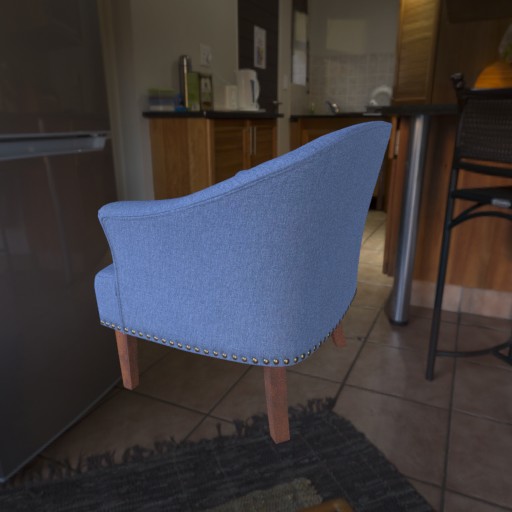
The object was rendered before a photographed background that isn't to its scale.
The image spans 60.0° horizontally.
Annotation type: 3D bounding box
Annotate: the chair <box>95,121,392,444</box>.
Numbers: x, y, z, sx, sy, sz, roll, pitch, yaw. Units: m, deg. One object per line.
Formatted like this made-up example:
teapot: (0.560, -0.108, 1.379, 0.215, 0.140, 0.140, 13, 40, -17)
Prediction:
chair: (0.000, 0.000, 1.391, 0.704, 0.815, 0.798, 9, 20, 26)
